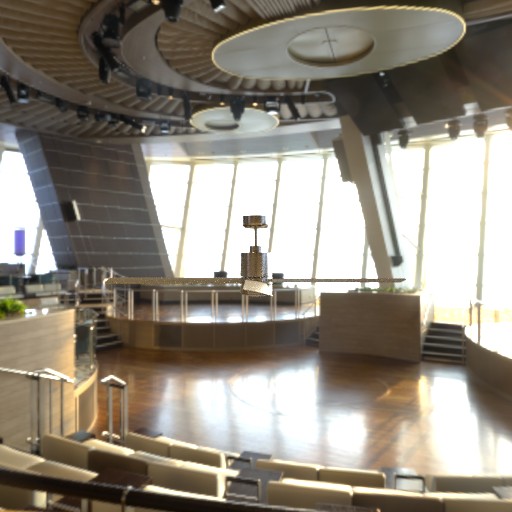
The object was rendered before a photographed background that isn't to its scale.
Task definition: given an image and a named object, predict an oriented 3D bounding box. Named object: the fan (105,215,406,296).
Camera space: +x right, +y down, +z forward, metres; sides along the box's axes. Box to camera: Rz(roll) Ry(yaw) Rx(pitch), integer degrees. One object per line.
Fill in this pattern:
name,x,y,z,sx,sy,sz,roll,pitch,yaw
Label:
fan,0.000,0.000,1.969,1.322,0.355,1.322,0,0,0
